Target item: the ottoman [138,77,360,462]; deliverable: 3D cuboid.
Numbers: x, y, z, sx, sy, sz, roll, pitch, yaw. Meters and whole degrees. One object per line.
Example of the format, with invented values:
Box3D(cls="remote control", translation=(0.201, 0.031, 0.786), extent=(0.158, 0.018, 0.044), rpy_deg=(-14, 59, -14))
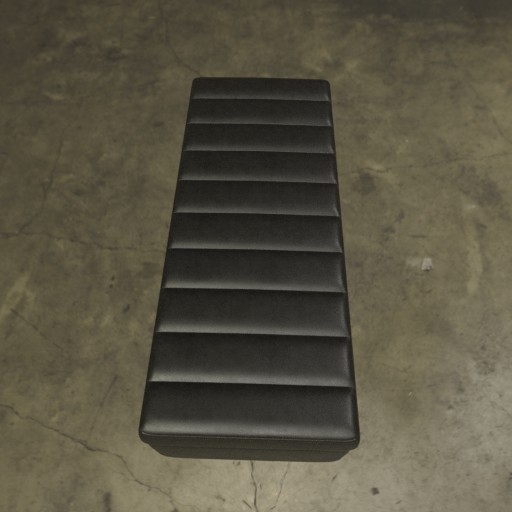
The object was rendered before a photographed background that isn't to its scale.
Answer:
Box3D(cls="ottoman", translation=(0.000, 0.000, 1.381), extent=(0.482, 0.469, 1.151), rpy_deg=(1, 59, 1))
